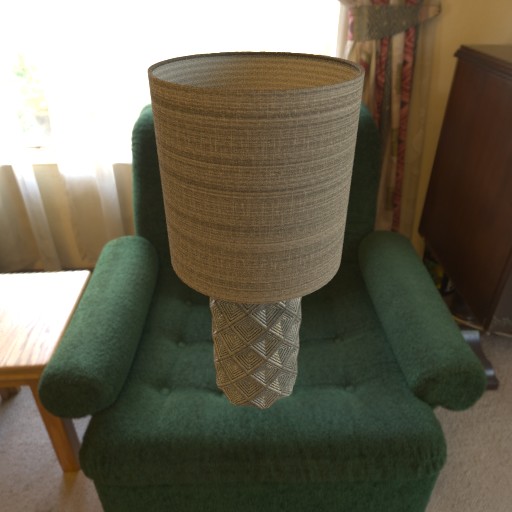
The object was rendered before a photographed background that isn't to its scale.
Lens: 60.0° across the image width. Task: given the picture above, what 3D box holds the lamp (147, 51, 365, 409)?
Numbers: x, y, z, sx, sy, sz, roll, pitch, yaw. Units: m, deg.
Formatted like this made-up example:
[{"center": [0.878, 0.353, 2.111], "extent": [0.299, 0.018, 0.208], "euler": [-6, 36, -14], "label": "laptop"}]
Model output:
[{"center": [0.000, 0.000, 0.710], "extent": [0.268, 0.566, 0.269], "euler": [-10, 34, -16], "label": "lamp"}]
